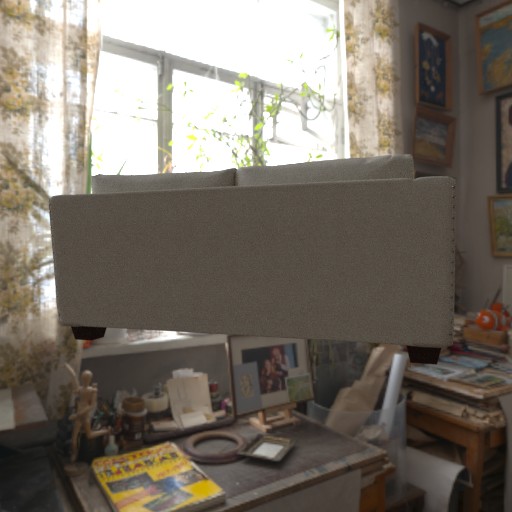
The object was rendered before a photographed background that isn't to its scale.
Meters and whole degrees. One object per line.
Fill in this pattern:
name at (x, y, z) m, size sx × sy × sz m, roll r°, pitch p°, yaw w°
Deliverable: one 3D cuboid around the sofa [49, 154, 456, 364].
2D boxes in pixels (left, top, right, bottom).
sofa at (0.000, 0.000, 2.695) m, size 2.107 × 0.983 × 1.104 m, roll 0°, pitch 0°, yaw 18°
